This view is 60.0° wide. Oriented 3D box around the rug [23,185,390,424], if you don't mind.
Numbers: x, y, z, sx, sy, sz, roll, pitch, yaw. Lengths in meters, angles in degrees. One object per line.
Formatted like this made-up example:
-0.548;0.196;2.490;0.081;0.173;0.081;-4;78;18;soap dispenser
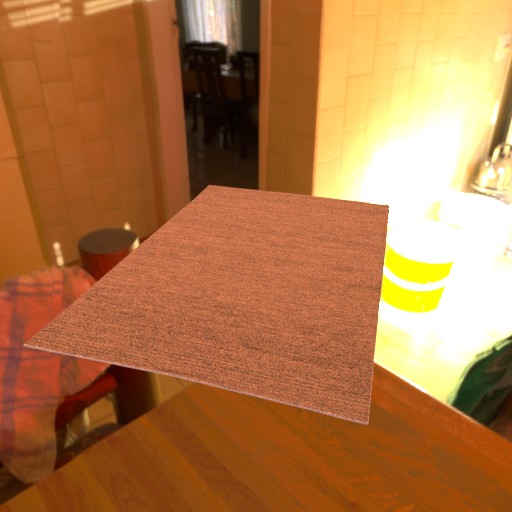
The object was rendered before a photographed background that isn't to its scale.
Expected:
0.000;0.000;2.887;1.616;0.030;2.338;8;30;15;rug
